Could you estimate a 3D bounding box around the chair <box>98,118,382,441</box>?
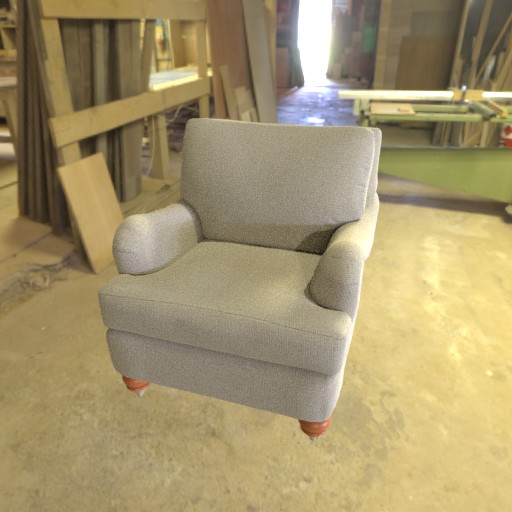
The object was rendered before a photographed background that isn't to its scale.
[{"bbox_3d":[0.000,0.000,1.917,0.955,1.038,1.070,8,27,16],"label":"chair"}]
